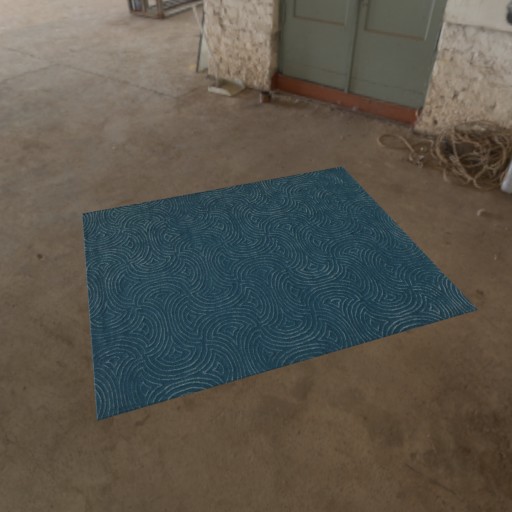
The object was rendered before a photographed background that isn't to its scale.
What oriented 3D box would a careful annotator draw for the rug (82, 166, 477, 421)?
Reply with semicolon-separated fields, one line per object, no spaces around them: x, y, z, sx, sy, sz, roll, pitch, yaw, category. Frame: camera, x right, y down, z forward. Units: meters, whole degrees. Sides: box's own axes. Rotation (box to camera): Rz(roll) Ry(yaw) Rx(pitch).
0.000;0.000;4.150;3.033;0.012;2.432;-13;43;-14;rug
